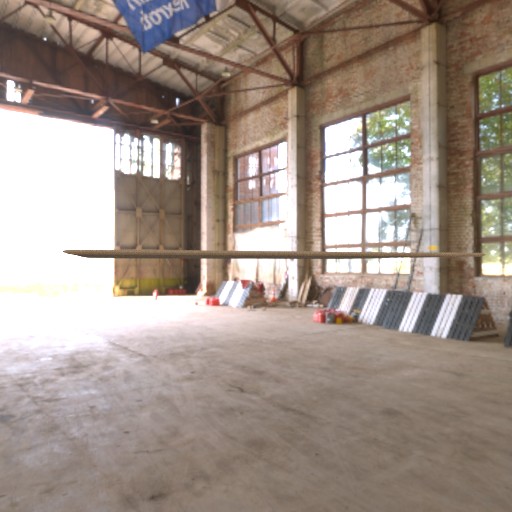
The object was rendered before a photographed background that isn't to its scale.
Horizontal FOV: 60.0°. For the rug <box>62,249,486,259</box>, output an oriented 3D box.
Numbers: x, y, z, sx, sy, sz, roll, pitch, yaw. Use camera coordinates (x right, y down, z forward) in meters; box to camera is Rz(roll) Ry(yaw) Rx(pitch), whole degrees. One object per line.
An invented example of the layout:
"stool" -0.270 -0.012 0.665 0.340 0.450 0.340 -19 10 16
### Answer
"rug" 0.000 0.000 2.746 2.081 0.020 1.525 0 -1 -18
